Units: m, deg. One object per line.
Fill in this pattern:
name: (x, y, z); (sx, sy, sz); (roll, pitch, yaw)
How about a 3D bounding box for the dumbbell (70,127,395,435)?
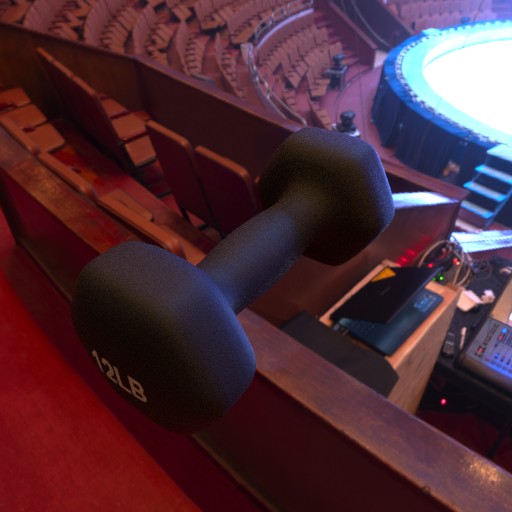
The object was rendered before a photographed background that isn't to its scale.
dumbbell: (0.000, 0.000, 0.292); (0.112, 0.101, 0.231); (25, 46, 28)
